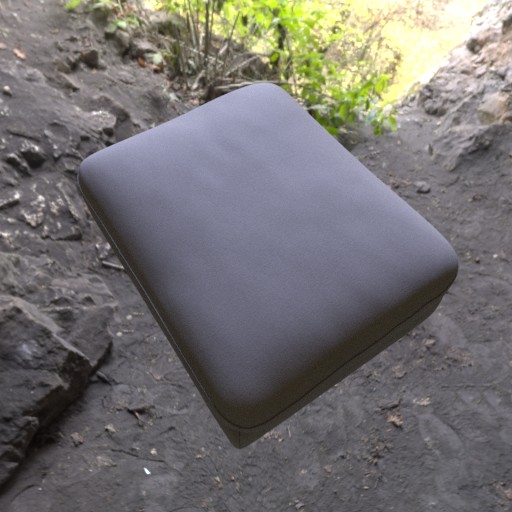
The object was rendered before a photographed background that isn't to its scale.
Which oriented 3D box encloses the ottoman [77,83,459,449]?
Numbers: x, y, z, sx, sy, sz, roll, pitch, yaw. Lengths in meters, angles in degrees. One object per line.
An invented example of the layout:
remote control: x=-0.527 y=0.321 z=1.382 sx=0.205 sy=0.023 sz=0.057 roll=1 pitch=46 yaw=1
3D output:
ottoman: x=0.000 y=0.000 z=1.114 sx=0.593 sy=0.478 sz=0.747 roll=-30 pitch=63 yaw=-17
